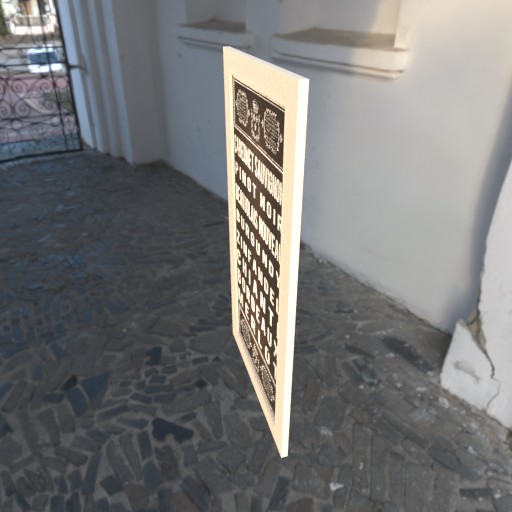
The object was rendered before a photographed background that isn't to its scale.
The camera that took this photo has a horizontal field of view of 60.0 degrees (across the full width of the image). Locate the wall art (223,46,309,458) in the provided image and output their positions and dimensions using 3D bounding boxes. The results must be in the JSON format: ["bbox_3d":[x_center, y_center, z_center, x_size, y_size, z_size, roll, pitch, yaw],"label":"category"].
[{"bbox_3d":[0.000,0.000,0.835,0.013,0.683,0.380,-9,32,-14],"label":"wall art"}]
